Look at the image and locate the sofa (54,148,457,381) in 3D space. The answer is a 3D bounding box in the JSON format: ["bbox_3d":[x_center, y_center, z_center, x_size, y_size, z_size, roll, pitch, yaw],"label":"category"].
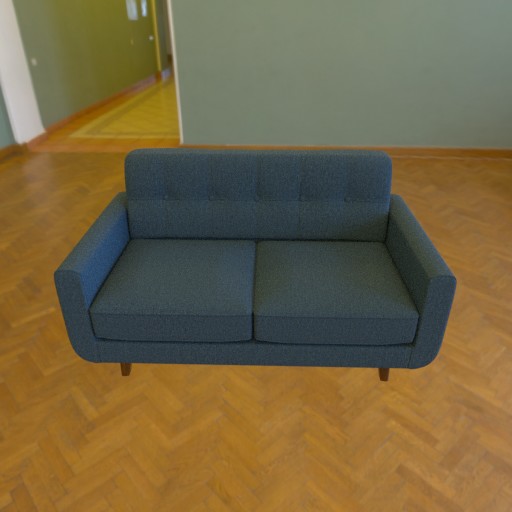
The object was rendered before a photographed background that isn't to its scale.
[{"bbox_3d":[0.000,0.000,2.261,1.651,0.896,0.942,1,29,1],"label":"sofa"}]
